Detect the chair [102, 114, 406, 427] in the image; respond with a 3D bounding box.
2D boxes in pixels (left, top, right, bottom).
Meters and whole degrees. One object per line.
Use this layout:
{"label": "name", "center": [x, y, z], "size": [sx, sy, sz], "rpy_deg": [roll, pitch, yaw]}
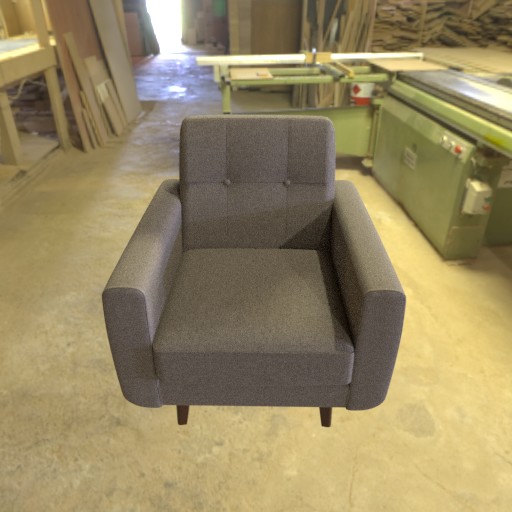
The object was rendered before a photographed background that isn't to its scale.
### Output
{"label": "chair", "center": [0.000, 0.000, 1.602], "size": [0.831, 0.839, 0.907], "rpy_deg": [0, 30, 1]}
